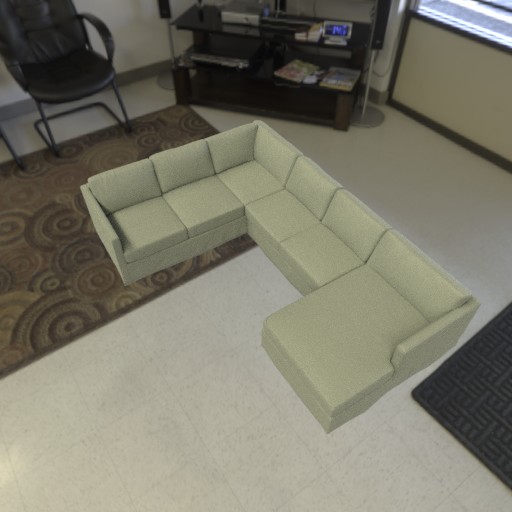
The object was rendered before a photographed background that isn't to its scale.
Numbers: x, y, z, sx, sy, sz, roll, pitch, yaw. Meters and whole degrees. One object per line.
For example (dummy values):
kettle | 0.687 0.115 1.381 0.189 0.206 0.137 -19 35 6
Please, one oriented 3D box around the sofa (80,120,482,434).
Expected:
sofa | 0.000 0.000 4.497 2.427 0.882 3.460 -25 52 -21
